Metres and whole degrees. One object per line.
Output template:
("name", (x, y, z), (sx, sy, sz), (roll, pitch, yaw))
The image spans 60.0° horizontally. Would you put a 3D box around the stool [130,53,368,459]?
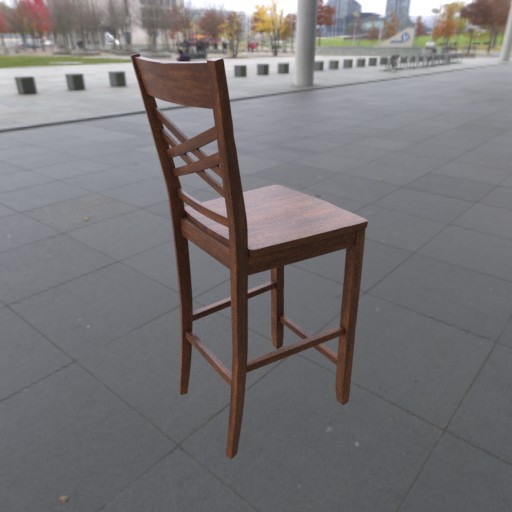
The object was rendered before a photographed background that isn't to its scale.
("stool", (0.000, 0.000, 1.322), (0.504, 1.098, 0.426), (-17, 31, -31))
